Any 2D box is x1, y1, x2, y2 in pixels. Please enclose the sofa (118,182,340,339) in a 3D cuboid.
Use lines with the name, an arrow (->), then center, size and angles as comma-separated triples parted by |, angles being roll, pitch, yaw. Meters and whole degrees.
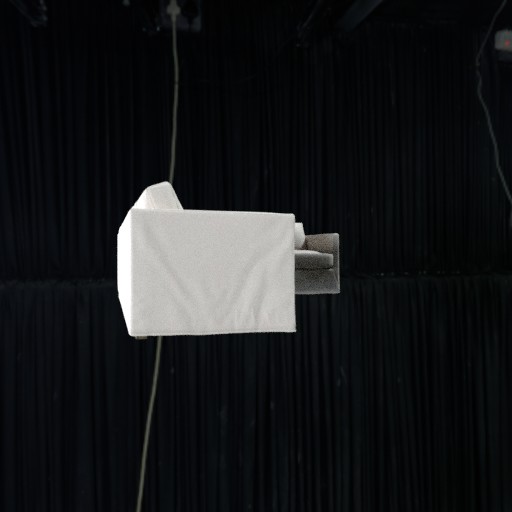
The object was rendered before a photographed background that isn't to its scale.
sofa -> 0.000, 0.000, 4.151 | 2.432, 0.871, 3.182 | 0, 0, -19
